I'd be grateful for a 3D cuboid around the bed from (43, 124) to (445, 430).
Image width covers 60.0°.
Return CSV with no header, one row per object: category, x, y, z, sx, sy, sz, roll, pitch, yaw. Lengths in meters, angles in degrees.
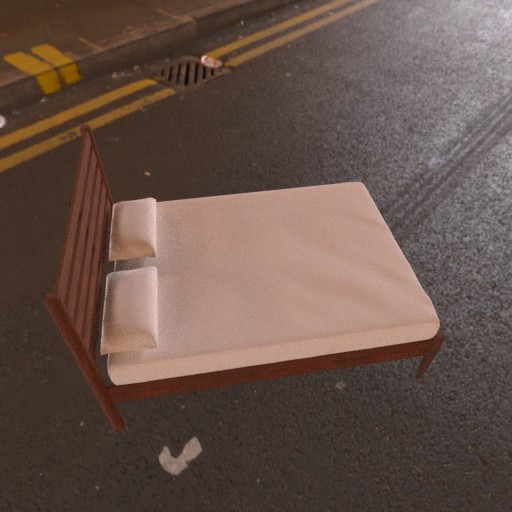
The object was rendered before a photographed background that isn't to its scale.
bed,0.000,0.000,2.978,2.093,1.304,1.509,-7,46,-7
